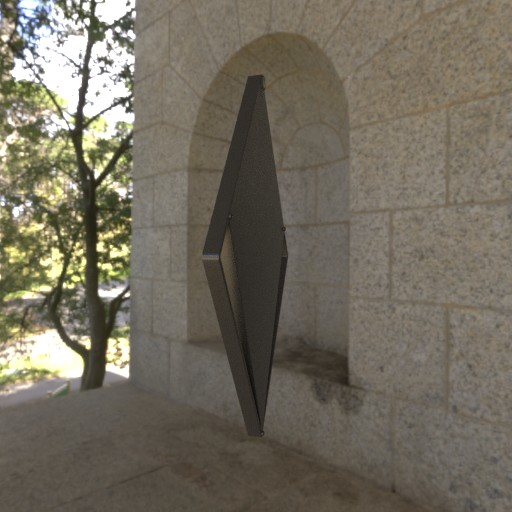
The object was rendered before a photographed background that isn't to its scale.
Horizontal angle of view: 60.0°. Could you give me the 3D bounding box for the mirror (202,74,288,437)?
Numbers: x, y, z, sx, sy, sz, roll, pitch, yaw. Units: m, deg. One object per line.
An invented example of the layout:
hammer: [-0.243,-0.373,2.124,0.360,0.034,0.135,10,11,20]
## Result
mirror: [0.000,0.000,0.833,0.032,0.679,0.419,0,0,18]
